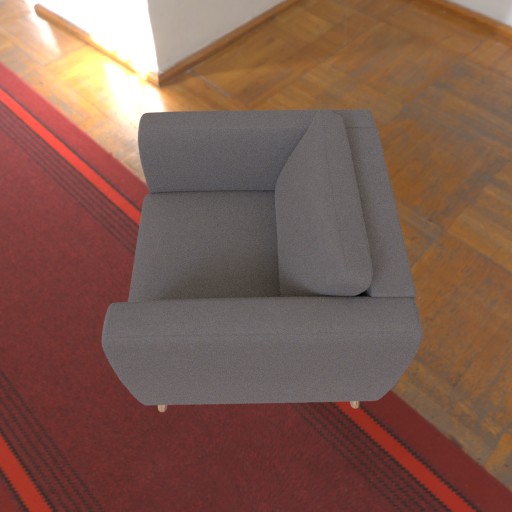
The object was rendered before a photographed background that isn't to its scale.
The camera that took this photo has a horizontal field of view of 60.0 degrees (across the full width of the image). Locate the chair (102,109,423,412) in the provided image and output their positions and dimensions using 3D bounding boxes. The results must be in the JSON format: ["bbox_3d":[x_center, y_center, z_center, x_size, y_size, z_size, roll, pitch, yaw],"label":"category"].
[{"bbox_3d":[0.000,0.000,1.709,0.930,0.860,1.000,-1,58,-1],"label":"chair"}]
